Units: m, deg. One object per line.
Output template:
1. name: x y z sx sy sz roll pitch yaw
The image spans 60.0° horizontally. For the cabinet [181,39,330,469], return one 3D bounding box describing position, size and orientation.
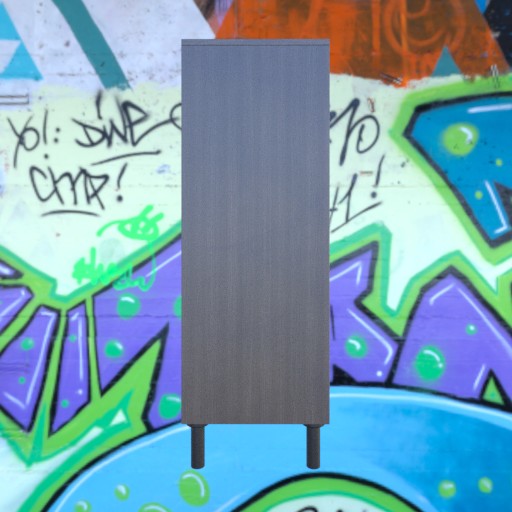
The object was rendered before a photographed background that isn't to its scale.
1. cabinet: 0.000 0.000 1.699 0.400 1.170 1.010 0 0 0
